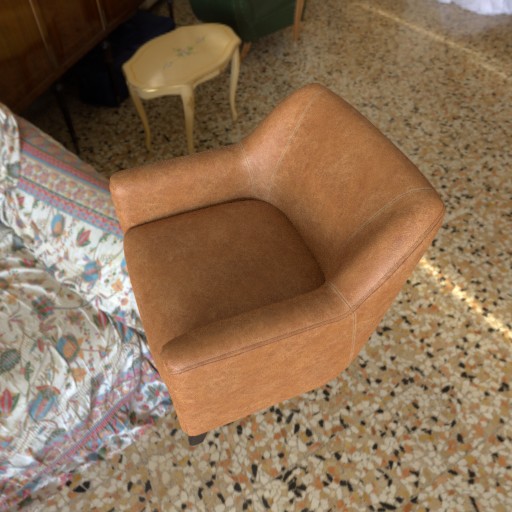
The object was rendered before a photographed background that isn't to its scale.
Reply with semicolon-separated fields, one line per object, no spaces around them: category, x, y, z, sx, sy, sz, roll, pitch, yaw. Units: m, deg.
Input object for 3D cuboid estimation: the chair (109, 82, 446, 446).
chair;0.000;0.000;1.854;1.034;0.980;1.037;-17;51;-15
